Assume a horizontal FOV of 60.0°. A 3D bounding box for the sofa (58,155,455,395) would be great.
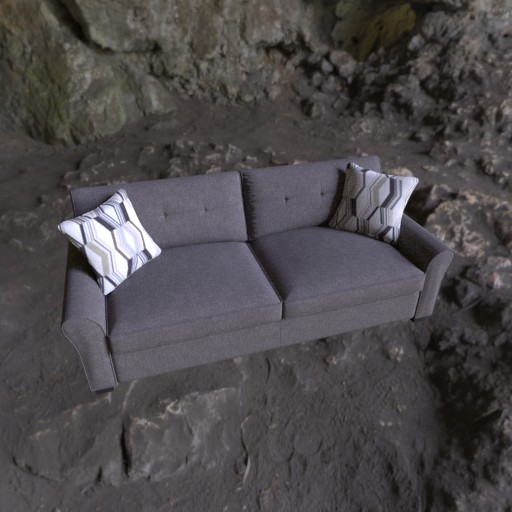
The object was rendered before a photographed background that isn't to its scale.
[{"bbox_3d":[0.000,0.000,2.547,2.032,0.813,0.889,-9,33,-15],"label":"sofa"}]
